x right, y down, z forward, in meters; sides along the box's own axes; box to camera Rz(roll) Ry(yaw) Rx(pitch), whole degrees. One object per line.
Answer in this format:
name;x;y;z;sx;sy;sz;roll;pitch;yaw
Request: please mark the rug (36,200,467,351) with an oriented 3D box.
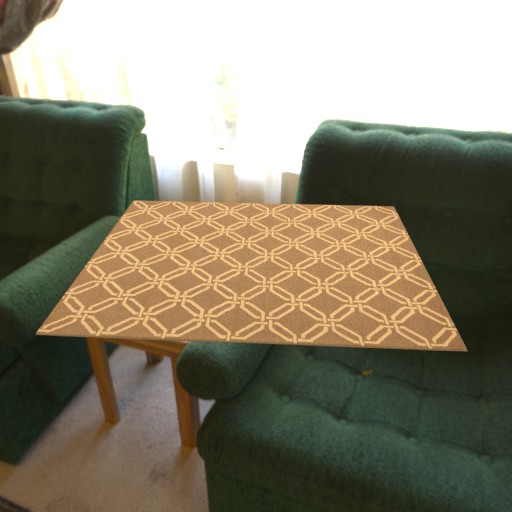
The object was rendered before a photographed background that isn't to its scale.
rug;0.000;0.000;3.944;2.895;0.018;2.288;2;31;3
